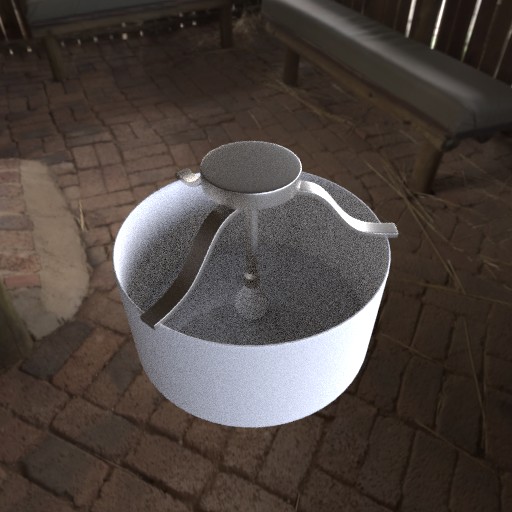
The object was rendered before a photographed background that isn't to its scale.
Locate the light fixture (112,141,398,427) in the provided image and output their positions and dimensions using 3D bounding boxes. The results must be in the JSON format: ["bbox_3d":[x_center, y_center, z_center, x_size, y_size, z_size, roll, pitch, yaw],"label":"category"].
[{"bbox_3d":[0.000,0.000,0.649,0.395,0.304,0.395,0,42,0],"label":"light fixture"}]
